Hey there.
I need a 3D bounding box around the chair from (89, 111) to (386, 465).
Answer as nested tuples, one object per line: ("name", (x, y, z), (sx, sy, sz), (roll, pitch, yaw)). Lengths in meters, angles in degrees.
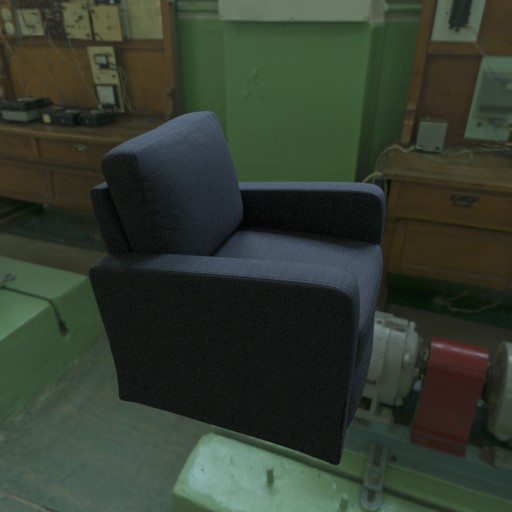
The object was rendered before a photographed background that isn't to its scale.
("chair", (0.000, 0.000, 1.533), (0.863, 0.855, 0.798), (10, 30, 17))
